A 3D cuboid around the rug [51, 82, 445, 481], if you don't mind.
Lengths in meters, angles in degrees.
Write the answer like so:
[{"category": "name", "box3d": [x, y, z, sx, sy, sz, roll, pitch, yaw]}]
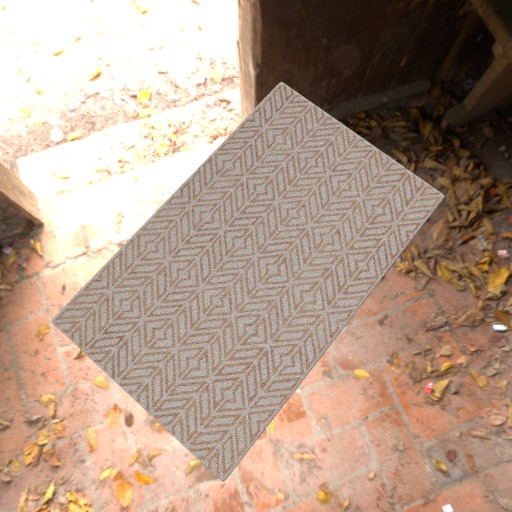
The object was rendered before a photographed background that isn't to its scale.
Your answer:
[{"category": "rug", "box3d": [0.000, 0.000, 3.067, 1.523, 0.008, 2.438, 39, 77, 10]}]
